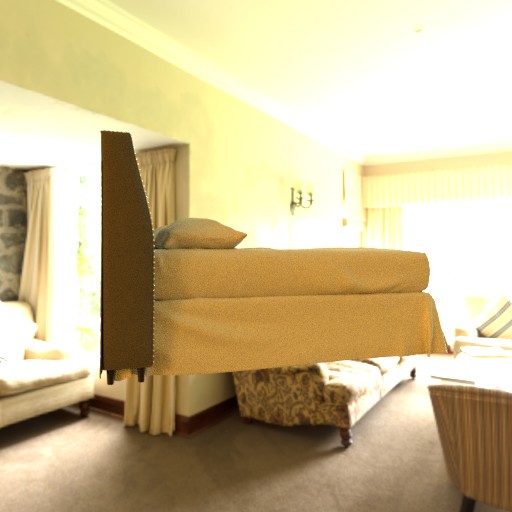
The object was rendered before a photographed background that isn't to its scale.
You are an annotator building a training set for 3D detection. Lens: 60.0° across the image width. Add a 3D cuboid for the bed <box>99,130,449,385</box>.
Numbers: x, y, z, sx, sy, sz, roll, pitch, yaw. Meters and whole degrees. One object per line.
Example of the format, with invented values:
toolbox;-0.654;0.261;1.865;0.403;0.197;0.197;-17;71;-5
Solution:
bed;0.000;0.000;3.486;2.276;1.332;1.925;0;0;-18
